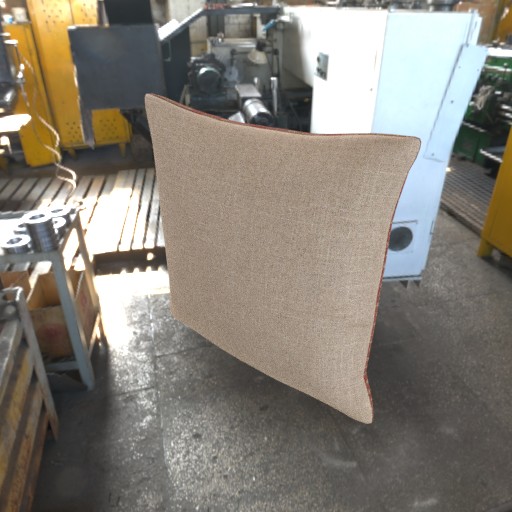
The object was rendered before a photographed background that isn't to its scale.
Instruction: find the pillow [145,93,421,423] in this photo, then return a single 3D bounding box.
[{"bbox_3d":[0.000,0.000,0.788,0.511,0.503,0.182,22,36,33],"label":"pillow"}]
